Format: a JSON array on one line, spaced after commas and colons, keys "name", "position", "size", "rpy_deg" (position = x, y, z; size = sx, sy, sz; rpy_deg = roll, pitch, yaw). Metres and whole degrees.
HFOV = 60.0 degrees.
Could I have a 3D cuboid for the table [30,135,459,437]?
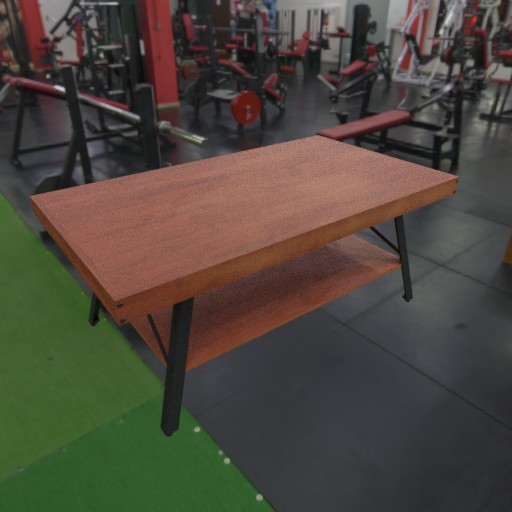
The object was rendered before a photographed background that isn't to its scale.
[{"name": "table", "position": [0.000, 0.000, 1.372], "size": [1.067, 0.457, 0.610], "rpy_deg": [-20, 35, -31]}]
